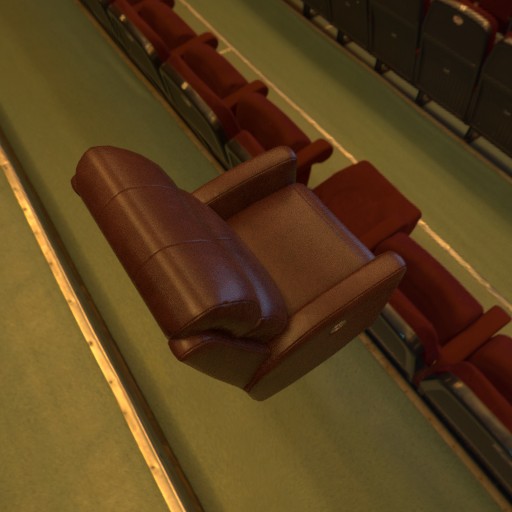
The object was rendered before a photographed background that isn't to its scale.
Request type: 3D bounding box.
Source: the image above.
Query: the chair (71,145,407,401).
[{"bbox_3d":[0.000,0.000,1.705,0.939,1.016,0.787,-30,62,-18],"label":"chair"}]
